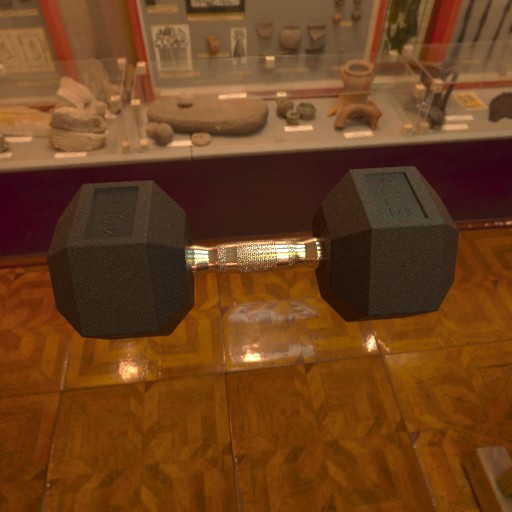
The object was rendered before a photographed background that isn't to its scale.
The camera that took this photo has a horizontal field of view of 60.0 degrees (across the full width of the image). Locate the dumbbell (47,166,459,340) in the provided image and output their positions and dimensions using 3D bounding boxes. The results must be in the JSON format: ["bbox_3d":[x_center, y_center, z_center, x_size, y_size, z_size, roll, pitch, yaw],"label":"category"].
[{"bbox_3d":[0.000,0.000,0.433,0.361,0.137,0.157,-4,48,-3],"label":"dumbbell"}]
